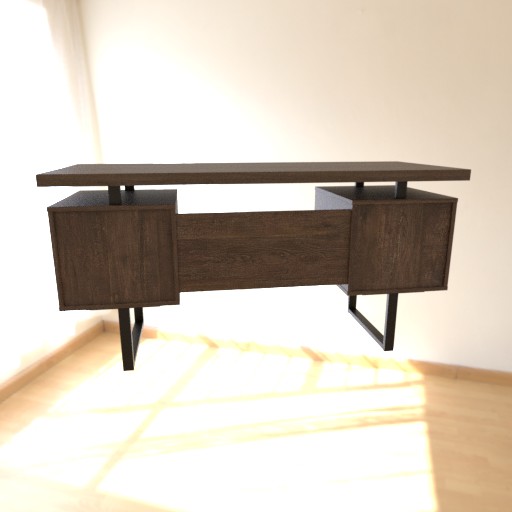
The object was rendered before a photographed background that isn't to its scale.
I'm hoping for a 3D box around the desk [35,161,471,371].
[{"bbox_3d":[0.000,0.000,1.916,1.524,0.760,0.600,-2,15,-9],"label":"desk"}]
